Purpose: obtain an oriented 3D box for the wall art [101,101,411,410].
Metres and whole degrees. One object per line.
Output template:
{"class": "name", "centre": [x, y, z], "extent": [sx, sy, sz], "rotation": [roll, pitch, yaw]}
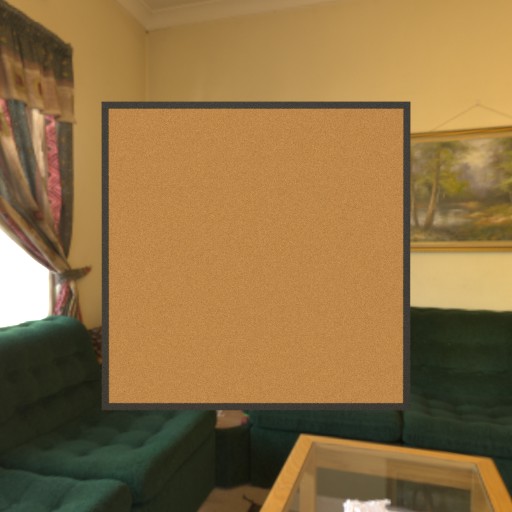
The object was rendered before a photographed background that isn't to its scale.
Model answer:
{"class": "wall art", "centre": [0.000, 0.000, 0.455], "extent": [0.304, 0.304, 0.038], "rotation": [0, 0, 0]}
